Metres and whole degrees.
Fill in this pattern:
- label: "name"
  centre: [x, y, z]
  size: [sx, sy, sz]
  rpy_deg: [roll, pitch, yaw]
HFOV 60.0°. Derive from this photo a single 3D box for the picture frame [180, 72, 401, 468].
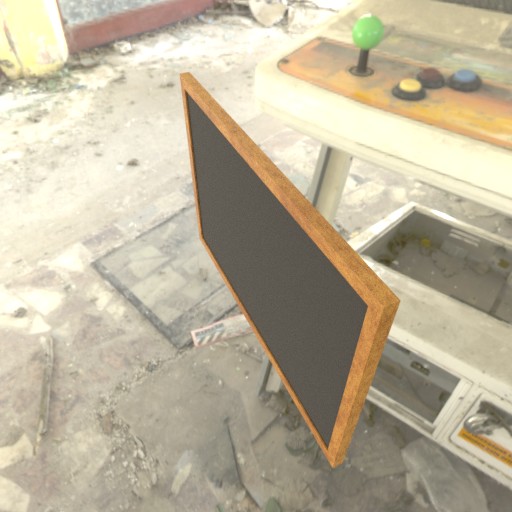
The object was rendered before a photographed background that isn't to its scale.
- label: "picture frame"
  centre: [0.000, 0.000, 1.162]
  size: [0.029, 0.621, 0.922]
  rpy_deg: [-19, 48, -18]
